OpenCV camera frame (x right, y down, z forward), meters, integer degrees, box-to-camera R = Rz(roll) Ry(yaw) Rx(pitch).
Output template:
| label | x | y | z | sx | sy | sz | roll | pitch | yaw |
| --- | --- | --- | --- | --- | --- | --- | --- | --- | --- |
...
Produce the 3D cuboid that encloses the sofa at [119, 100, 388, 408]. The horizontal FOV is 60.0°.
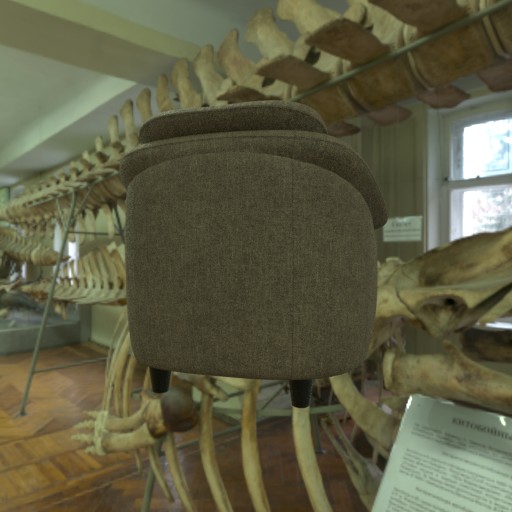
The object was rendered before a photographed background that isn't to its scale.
| label | x | y | z | sx | sy | sz | roll | pitch | yaw |
| --- | --- | --- | --- | --- | --- | --- | --- | --- | --- |
| sofa | 0.000 | 0.000 | 1.533 | 0.870 | 0.811 | 0.794 | 0 | 0 | 17 |
